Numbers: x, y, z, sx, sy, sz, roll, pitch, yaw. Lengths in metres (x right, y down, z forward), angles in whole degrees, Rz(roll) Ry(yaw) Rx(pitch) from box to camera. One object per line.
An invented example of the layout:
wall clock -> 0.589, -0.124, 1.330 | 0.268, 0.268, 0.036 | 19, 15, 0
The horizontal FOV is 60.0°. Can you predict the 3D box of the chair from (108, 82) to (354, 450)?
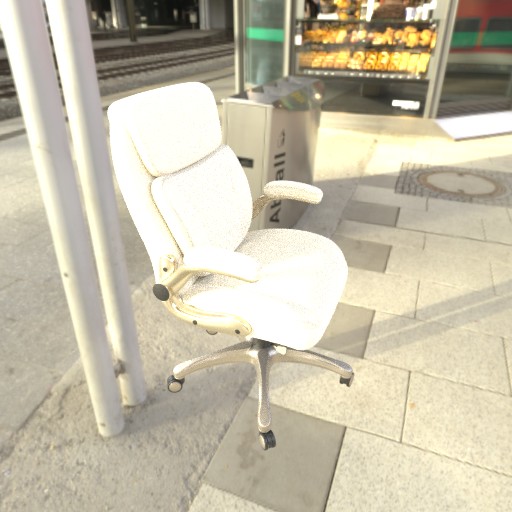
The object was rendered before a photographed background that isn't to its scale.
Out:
chair -> 0.000, 0.000, 1.609 | 0.794, 1.110, 0.740 | 9, 30, 17
